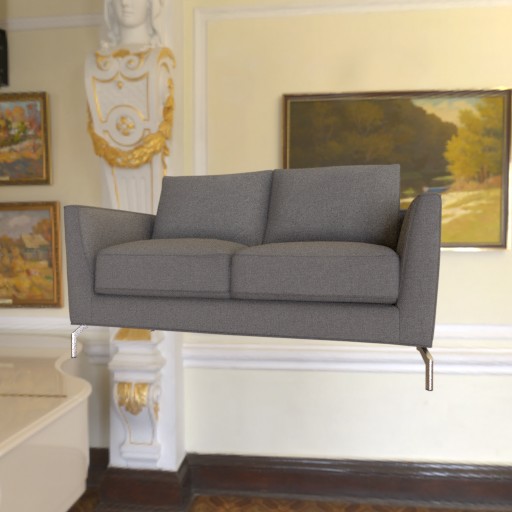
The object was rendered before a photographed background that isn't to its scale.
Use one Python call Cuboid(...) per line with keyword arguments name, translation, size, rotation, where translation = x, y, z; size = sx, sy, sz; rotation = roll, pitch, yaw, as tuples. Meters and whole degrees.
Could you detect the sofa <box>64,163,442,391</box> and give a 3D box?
Cuboid(name="sofa", translation=(0.000, 0.000, 2.132), size=(1.594, 0.924, 0.803), rotation=(0, 1, 18))
